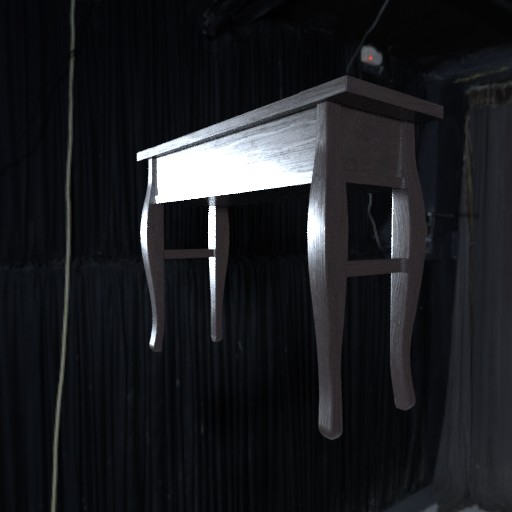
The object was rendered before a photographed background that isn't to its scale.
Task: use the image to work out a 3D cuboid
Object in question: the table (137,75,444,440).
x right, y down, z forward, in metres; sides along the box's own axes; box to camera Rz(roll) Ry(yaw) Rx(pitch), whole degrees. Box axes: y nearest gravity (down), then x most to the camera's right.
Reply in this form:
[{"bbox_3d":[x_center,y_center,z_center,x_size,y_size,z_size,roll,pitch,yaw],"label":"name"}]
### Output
[{"bbox_3d":[0.000,0.000,1.425,0.373,0.768,1.062,-2,4,-37],"label":"table"}]
